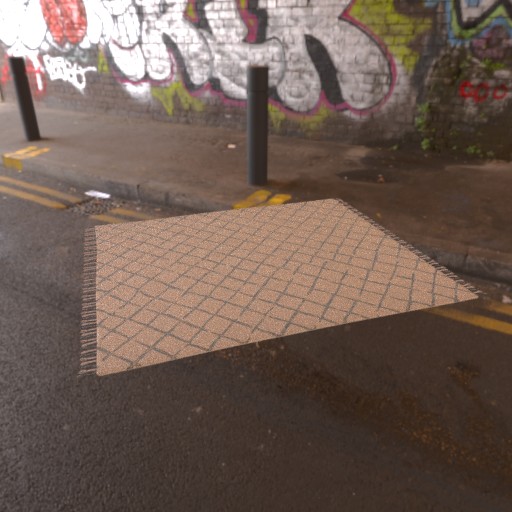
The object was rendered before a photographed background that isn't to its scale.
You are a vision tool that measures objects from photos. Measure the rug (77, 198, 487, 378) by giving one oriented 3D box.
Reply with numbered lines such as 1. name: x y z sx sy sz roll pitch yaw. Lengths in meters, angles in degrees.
1. rug: 0.000 0.000 4.813 3.585 0.036 2.892 -8 28 -16
